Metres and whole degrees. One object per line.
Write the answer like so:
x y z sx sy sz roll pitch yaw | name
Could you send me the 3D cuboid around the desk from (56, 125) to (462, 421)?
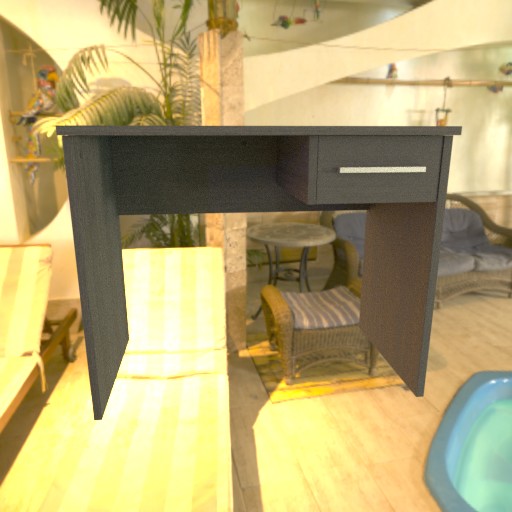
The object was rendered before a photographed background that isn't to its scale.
0.000 0.000 1.299 0.893 0.724 0.498 -2 16 -7 | desk
